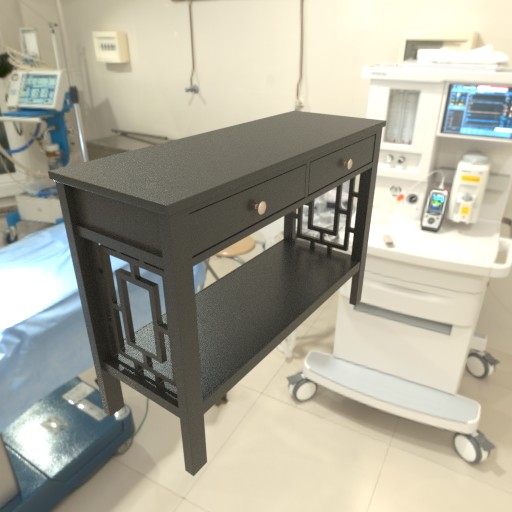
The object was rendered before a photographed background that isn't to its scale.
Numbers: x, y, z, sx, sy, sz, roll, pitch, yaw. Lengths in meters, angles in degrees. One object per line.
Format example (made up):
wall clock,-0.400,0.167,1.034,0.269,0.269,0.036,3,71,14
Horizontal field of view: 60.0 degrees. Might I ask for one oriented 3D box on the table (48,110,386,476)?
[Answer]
table,0.000,0.000,1.460,0.397,0.753,1.068,18,32,32
